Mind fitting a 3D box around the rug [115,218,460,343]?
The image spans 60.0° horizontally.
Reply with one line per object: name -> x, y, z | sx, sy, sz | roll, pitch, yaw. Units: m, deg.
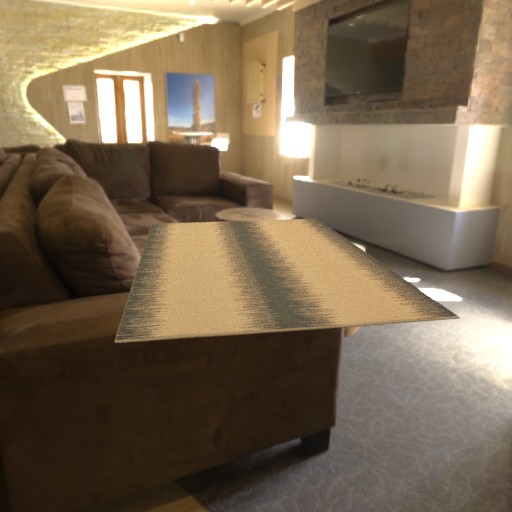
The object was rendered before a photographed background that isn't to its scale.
rug -> 0.000, 0.000, 2.415 | 1.234, 0.006, 1.854 | -3, 17, -9
